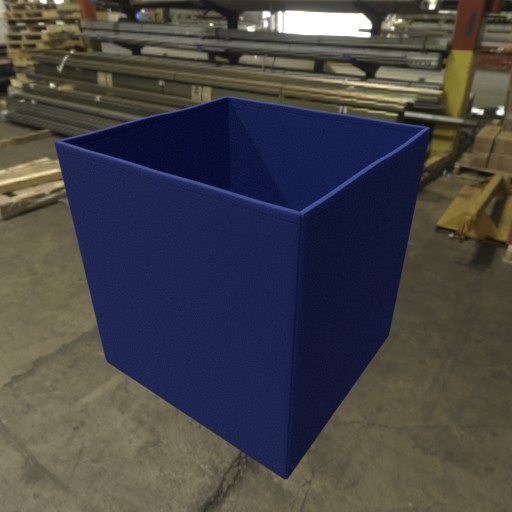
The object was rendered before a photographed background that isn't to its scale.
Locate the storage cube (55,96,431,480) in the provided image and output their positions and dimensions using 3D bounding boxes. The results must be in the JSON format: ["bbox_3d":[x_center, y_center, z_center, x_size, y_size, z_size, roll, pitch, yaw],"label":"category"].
[{"bbox_3d":[0.000,0.000,0.502,0.270,0.280,0.270,21,37,30],"label":"storage cube"}]
